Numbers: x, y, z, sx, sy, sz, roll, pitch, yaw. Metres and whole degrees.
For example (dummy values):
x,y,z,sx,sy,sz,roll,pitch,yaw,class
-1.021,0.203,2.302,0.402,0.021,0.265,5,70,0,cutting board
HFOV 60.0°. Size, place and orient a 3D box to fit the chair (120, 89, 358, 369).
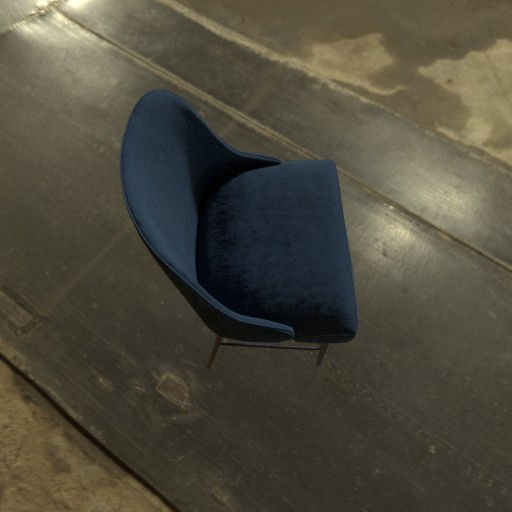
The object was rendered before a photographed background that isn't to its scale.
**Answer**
x,y,z,sx,sy,sz,roll,pitch,yaw,class
0.000,0.000,1.219,0.489,0.927,0.526,-2,64,-1,chair
